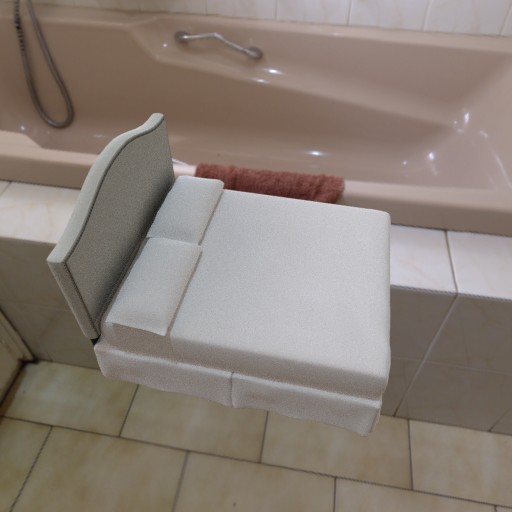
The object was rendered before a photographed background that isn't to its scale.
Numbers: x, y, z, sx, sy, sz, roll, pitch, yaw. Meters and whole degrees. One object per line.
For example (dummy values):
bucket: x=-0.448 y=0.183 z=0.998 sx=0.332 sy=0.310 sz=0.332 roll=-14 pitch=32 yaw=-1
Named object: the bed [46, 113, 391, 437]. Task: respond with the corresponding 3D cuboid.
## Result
bed: x=0.000 y=0.000 z=3.431 sx=2.180 sy=1.607 sz=1.813 roll=9 pitch=48 yaw=8
